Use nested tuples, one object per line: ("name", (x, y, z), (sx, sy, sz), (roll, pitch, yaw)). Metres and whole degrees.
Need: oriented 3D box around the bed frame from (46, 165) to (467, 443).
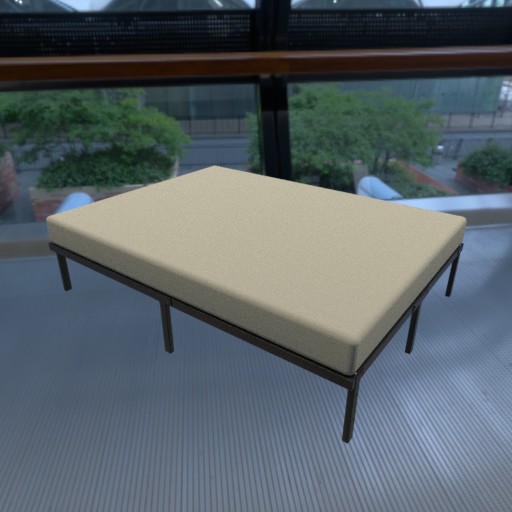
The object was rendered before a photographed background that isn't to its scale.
("bed frame", (0.000, 0.000, 3.552), (2.635, 0.680, 1.990), (18, 31, 33))
